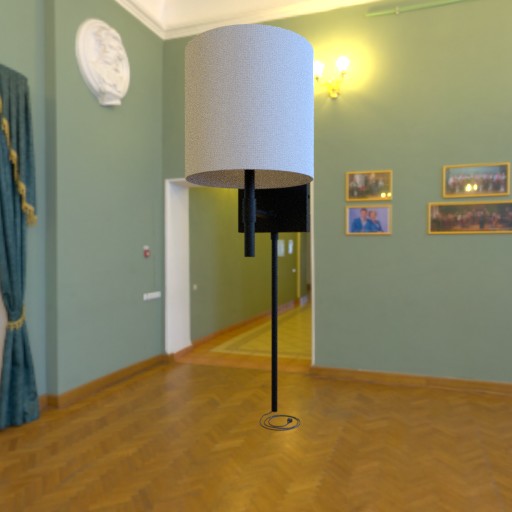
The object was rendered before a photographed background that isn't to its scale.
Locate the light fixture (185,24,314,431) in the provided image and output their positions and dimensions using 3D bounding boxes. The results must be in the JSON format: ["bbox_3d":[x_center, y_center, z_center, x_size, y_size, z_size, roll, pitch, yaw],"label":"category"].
[{"bbox_3d":[0.000,0.000,0.686,0.188,0.589,0.248,0,1,18],"label":"light fixture"}]
